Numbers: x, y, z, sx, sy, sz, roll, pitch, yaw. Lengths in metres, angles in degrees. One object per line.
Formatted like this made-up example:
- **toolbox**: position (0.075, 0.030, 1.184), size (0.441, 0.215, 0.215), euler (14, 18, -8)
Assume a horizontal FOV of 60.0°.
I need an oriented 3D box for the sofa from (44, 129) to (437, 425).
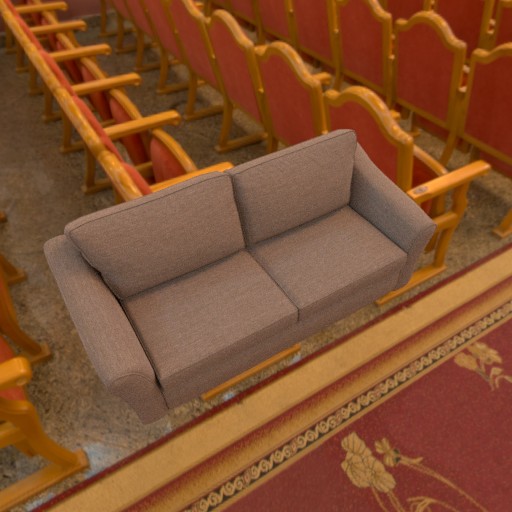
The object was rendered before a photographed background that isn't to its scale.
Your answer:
- **sofa**: position (0.000, 0.000, 2.824), size (2.270, 0.965, 0.980), euler (-24, 50, -21)
